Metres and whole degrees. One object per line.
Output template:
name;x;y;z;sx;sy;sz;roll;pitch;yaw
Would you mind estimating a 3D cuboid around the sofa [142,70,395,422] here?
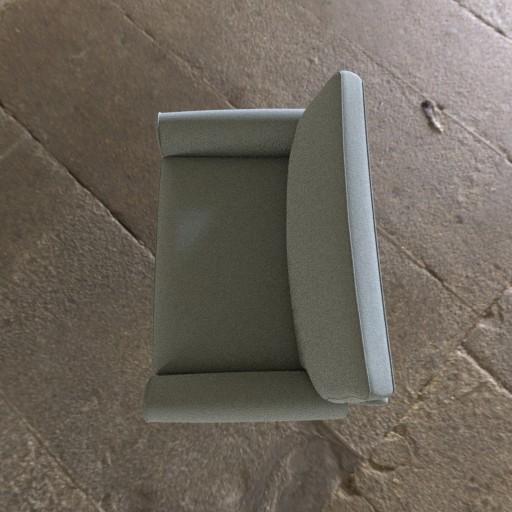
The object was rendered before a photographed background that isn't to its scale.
sofa;0.000;0.000;2.024;0.940;0.953;1.410;-1;74;0
